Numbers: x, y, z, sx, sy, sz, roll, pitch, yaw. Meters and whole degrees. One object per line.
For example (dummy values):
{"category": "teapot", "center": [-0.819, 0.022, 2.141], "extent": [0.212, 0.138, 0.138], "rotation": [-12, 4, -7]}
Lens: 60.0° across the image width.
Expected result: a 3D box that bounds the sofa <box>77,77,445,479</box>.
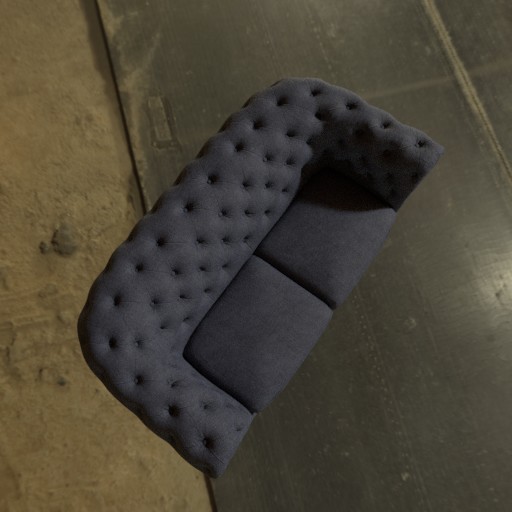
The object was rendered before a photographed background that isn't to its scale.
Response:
{"category": "sofa", "center": [0.000, 0.000, 2.482], "extent": [1.082, 0.833, 1.988], "rotation": [35, 78, 9]}
